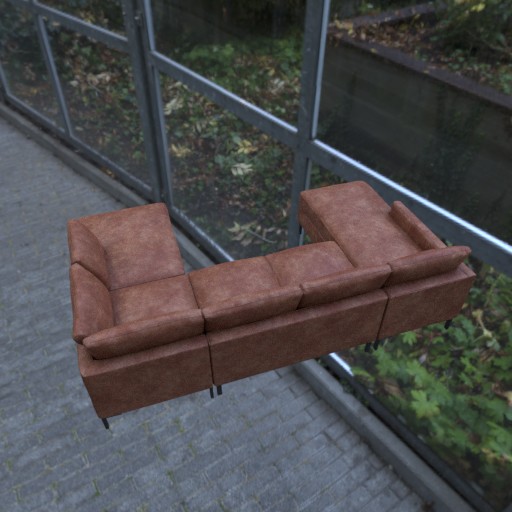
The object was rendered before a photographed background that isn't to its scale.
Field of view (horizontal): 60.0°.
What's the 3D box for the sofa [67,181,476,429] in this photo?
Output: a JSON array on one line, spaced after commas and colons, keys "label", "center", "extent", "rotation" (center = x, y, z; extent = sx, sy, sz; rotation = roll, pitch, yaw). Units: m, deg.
[{"label": "sofa", "center": [0.000, 0.000, 3.864], "extent": [2.956, 0.900, 1.939], "rotation": [-12, 43, -14]}]
